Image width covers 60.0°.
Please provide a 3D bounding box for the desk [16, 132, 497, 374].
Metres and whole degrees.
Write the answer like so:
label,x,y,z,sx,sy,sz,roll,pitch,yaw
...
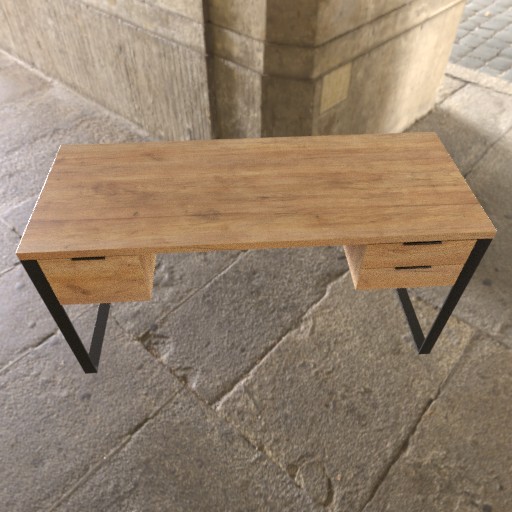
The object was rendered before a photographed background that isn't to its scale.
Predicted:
label,x,y,z,sx,sy,sz,roll,pitch,yaw
desk,0.000,0.000,1.874,1.520,0.760,0.600,-3,47,-3
